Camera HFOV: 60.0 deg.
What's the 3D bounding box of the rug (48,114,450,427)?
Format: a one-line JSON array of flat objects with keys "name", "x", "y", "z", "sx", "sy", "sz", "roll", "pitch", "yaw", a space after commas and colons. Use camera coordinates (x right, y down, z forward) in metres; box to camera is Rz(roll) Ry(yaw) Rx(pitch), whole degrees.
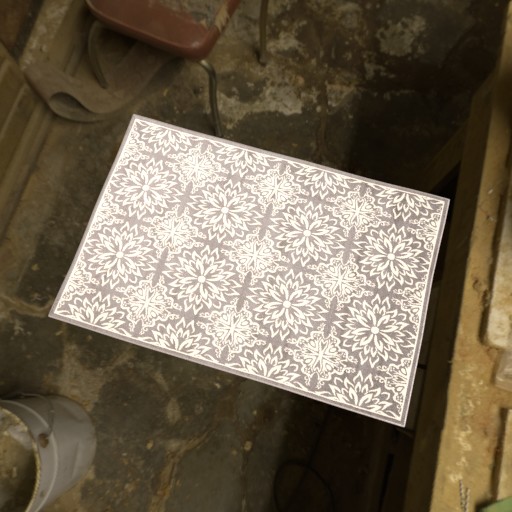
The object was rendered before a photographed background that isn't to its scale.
[{"name": "rug", "x": 0.000, "y": 0.000, "z": 2.339, "sx": 1.847, "sy": 0.012, "sz": 1.224, "roll": 16, "pitch": 75, "yaw": 4}]
